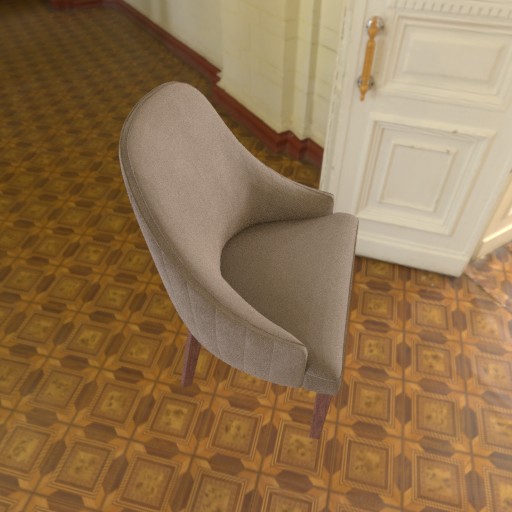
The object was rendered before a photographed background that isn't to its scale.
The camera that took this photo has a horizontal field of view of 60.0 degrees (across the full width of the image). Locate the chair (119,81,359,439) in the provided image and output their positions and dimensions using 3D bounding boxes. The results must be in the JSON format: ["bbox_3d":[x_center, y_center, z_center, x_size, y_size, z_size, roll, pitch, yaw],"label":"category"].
[{"bbox_3d":[0.000,0.000,1.290,0.575,0.889,0.643,9,46,9],"label":"chair"}]
